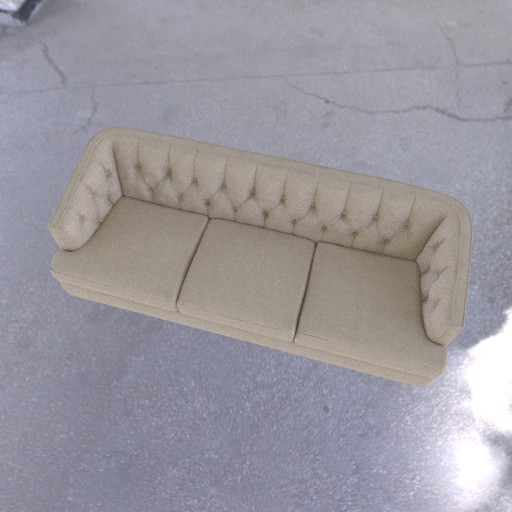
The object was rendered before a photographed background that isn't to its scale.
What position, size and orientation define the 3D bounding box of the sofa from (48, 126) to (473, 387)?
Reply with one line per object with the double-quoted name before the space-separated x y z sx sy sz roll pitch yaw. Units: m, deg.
"sofa" 0.000 0.000 2.632 2.235 0.788 0.913 13 60 8
